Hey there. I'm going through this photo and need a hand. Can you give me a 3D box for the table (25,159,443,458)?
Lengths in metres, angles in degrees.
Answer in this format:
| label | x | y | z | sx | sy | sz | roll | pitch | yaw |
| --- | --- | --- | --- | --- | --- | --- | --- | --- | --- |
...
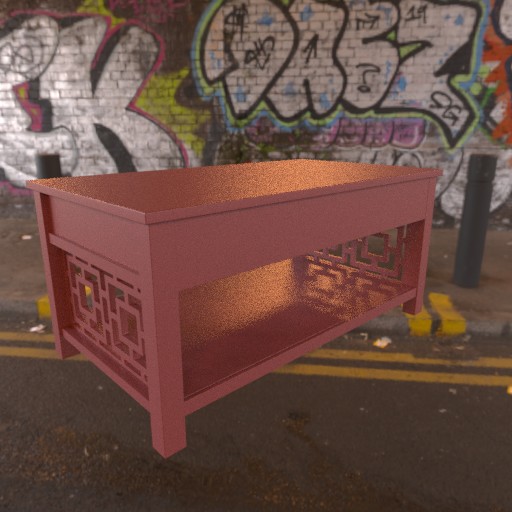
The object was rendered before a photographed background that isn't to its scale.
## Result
| label | x | y | z | sx | sy | sz | roll | pitch | yaw |
| --- | --- | --- | --- | --- | --- | --- | --- | --- | --- |
| table | 0.000 | 0.000 | 1.349 | 1.068 | 0.493 | 0.612 | -15 | 22 | -41 |
